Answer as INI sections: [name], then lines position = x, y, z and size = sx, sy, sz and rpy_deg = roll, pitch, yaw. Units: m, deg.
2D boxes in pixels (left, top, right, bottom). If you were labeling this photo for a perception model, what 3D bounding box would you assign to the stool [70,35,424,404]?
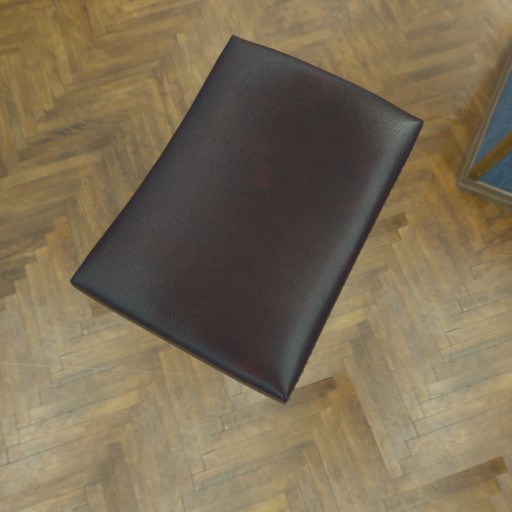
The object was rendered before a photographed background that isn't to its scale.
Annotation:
[stool]
position = 0.000, 0.000, 1.007
size = 0.372, 0.742, 0.504
rpy_deg = 27, 76, 7
